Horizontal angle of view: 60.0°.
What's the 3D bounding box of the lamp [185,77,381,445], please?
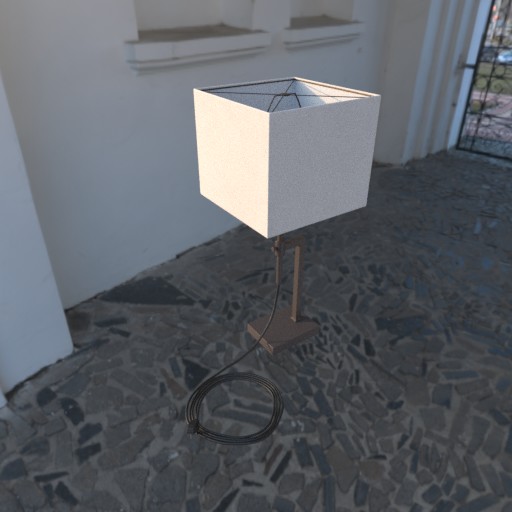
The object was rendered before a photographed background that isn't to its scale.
[{"bbox_3d":[0.000,0.000,0.993,0.504,0.660,0.399,-19,36,-29],"label":"lamp"}]
